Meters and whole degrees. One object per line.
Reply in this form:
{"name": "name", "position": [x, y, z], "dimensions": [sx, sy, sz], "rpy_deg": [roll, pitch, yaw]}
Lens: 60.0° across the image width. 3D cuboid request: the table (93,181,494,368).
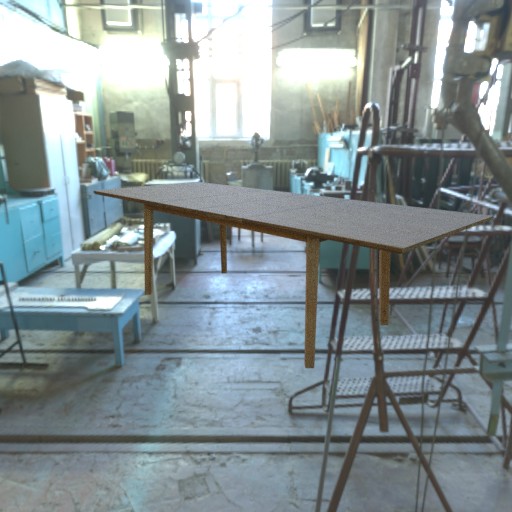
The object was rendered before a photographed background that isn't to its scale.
{"name": "table", "position": [0.000, 0.000, 3.022], "dimensions": [1.000, 0.752, 2.603], "rpy_deg": [-15, 21, -43]}
